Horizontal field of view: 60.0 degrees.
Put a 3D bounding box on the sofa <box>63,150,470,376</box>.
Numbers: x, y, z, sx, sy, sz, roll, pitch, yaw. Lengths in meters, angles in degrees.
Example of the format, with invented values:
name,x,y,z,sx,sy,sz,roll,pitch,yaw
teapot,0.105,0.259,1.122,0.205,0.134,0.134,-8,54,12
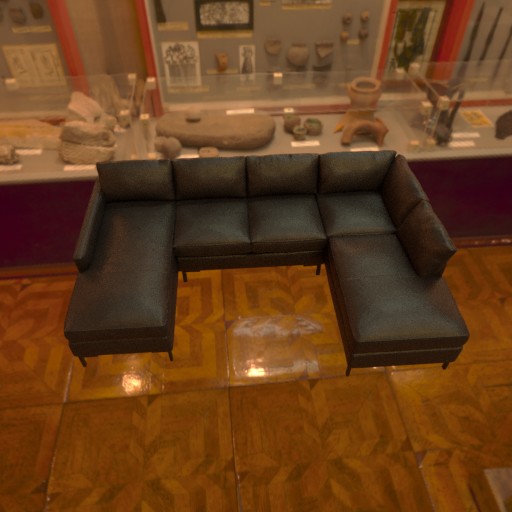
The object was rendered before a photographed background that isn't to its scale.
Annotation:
name,x,y,z,sx,sy,sz,roll,pitch,yaw
sofa,0.000,0.000,3.786,2.956,0.900,1.939,-3,46,-3
